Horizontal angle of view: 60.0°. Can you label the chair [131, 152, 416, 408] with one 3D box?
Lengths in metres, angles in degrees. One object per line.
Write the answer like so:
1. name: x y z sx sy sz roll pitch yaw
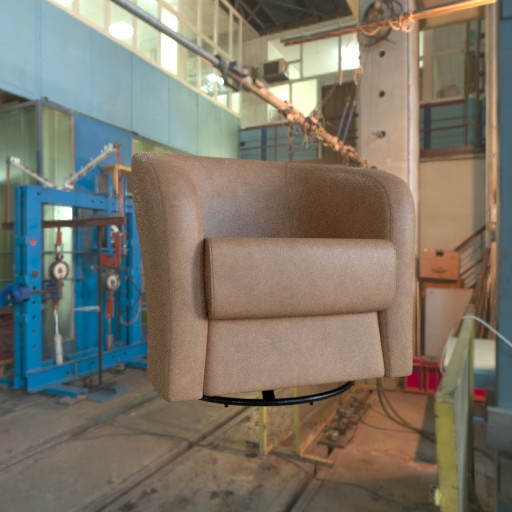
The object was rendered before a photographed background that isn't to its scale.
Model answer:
1. chair: 0.000 0.000 1.446 0.791 0.771 0.815 0 0 -20
